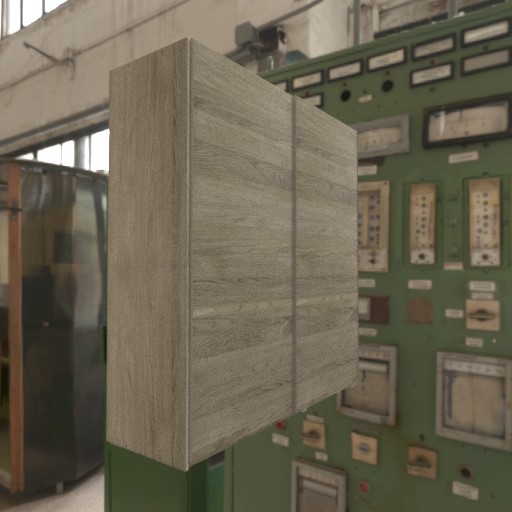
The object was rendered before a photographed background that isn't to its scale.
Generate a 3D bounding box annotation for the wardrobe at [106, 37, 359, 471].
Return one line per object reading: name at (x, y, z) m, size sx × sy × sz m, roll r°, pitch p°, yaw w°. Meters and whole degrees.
wardrobe at (0.000, 0.000, 2.867) m, size 0.629 × 1.960 × 1.780 m, roll -1°, pitch -2°, yaw 37°
